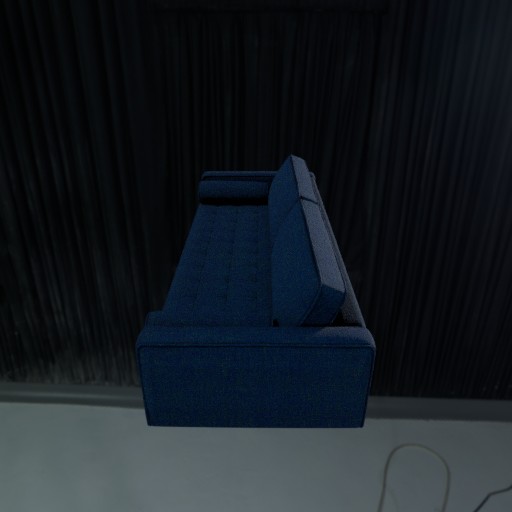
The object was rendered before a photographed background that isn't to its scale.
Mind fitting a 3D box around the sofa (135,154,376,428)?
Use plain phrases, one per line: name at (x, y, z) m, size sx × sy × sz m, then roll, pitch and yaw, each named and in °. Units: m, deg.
sofa at (0.000, 0.000, 2.678) m, size 0.914 × 0.762 × 2.210 m, roll 0°, pitch 27°, yaw 1°
